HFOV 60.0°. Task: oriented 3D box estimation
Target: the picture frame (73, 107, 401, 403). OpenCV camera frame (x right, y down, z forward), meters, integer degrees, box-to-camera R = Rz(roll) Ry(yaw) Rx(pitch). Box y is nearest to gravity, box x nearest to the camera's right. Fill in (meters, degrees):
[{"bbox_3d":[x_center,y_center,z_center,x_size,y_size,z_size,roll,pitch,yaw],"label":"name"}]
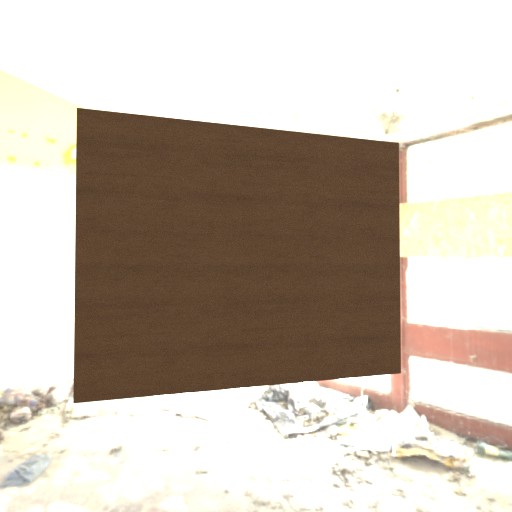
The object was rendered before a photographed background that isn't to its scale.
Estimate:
[{"bbox_3d":[0.000,0.000,1.757,1.329,1.018,0.045,1,-2,-19],"label":"picture frame"}]
